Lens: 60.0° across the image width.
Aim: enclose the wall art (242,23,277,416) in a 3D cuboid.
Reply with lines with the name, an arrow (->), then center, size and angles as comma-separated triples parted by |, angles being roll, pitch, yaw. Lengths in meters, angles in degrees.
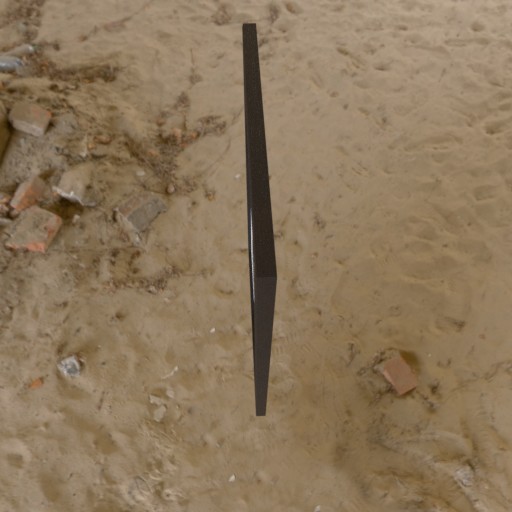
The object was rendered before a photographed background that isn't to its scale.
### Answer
wall art -> 0.000, 0.000, 0.671 | 0.017, 0.513, 0.359 | -2, 58, -1
